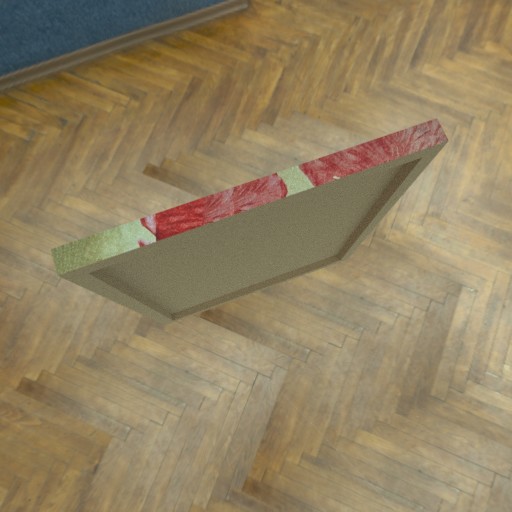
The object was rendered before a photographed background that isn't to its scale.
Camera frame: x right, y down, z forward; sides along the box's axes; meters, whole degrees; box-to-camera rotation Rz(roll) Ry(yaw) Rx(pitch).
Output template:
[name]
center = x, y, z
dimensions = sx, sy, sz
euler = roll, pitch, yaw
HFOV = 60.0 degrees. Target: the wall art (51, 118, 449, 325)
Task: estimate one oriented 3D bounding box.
[wall art]
center = 0.000, 0.000, 0.681
dimensions = 0.406, 0.508, 0.028
euler = -20, 77, -5
